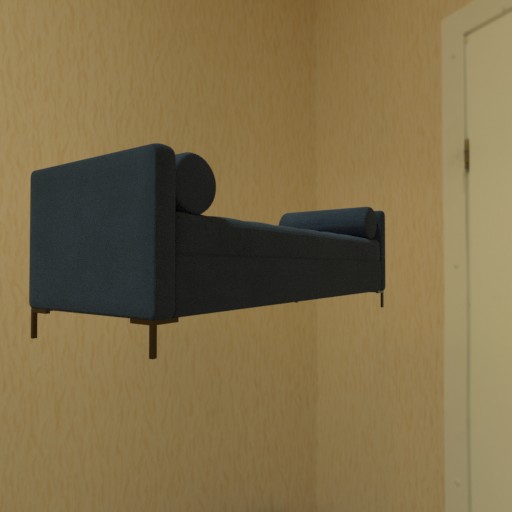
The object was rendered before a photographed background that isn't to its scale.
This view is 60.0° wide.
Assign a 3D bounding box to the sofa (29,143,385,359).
[{"bbox_3d":[0.000,0.000,2.261,0.686,0.635,1.981,-1,-2,35],"label":"sofa"}]
